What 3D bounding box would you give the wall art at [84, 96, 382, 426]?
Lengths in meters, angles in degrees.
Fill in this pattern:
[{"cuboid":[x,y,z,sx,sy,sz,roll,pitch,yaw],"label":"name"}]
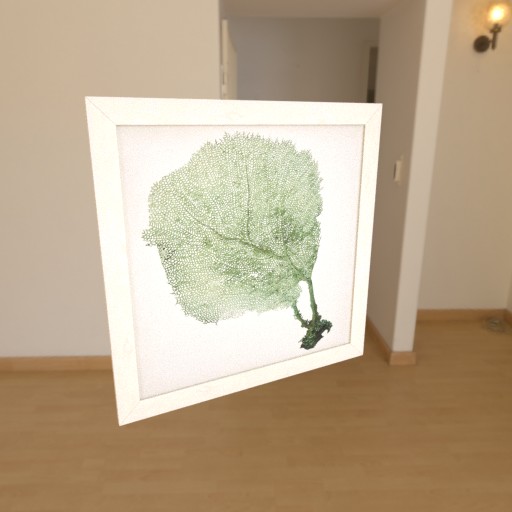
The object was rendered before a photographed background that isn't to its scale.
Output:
[{"cuboid":[0.000,0.000,0.886,0.584,0.584,0.013,-8,19,-26],"label":"wall art"}]
